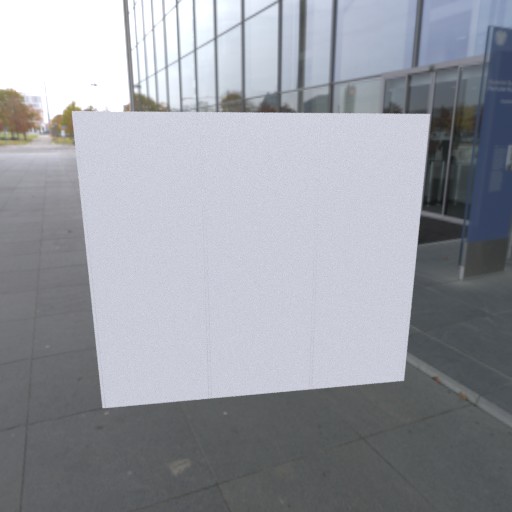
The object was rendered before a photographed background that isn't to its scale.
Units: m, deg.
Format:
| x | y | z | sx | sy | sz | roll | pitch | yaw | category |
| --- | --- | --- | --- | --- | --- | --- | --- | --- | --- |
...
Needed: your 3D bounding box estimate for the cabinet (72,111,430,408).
| x | y | z | sx | sy | sz | roll | pitch | yaw | category |
| --- | --- | --- | --- | --- | --- | --- | --- | --- | --- |
| 0.000 | 0.000 | 3.892 | 2.700 | 2.370 | 0.590 | -2 | 15 | -9 | cabinet |
